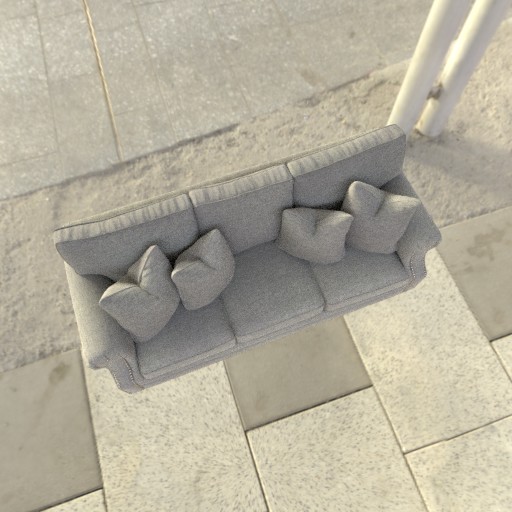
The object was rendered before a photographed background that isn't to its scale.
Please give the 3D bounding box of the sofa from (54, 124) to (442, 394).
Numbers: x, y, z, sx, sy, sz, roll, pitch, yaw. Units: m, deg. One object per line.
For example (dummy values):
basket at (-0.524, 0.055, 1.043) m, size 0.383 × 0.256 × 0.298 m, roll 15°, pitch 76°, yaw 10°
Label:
sofa at (0.000, 0.000, 2.892) m, size 2.312 × 0.975 × 0.965 m, roll -19°, pitch 66°, yaw -9°
